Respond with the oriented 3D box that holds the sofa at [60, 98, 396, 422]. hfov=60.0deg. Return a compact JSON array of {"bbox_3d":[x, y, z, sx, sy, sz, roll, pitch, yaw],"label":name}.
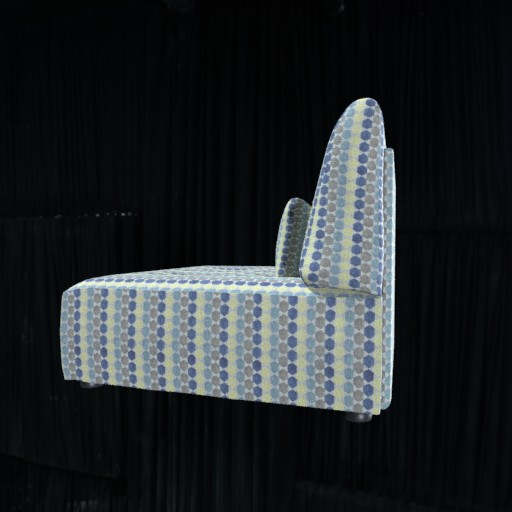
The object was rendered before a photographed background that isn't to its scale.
[{"bbox_3d":[0.000,0.000,1.679,1.000,0.830,0.930,0,1,18],"label":"sofa"}]
